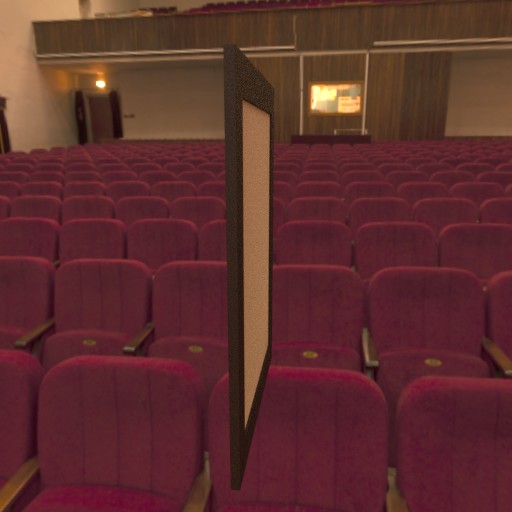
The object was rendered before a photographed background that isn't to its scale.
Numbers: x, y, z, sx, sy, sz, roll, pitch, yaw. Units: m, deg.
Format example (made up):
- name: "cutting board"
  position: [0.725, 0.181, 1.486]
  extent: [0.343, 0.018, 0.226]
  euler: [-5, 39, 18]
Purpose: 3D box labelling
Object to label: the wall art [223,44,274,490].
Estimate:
- name: "wall art"
  position: [0.000, 0.000, 0.658]
  extent: [0.013, 0.508, 0.359]
  euler: [2, 14, 8]
